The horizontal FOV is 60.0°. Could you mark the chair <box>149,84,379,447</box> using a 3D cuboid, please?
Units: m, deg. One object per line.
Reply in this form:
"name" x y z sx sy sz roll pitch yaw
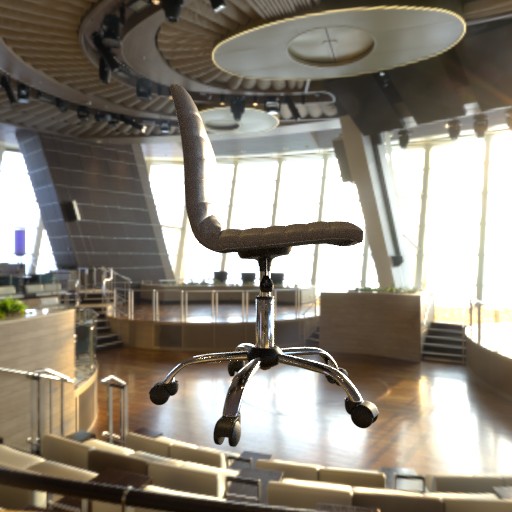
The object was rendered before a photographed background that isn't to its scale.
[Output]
"chair" 0.000 0.000 1.134 0.542 0.750 0.569 0 0 0
